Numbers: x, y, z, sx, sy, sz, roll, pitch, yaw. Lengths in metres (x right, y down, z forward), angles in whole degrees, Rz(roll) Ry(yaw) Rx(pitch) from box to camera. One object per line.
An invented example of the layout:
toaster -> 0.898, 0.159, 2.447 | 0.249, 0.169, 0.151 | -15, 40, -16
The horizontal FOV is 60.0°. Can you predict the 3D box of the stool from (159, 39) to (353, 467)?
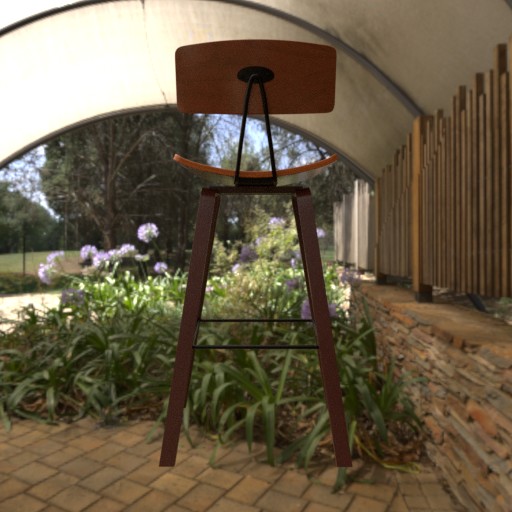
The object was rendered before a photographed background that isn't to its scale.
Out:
stool -> 0.000, 0.000, 1.209 | 0.509, 0.969, 0.440 | 0, 0, 0
